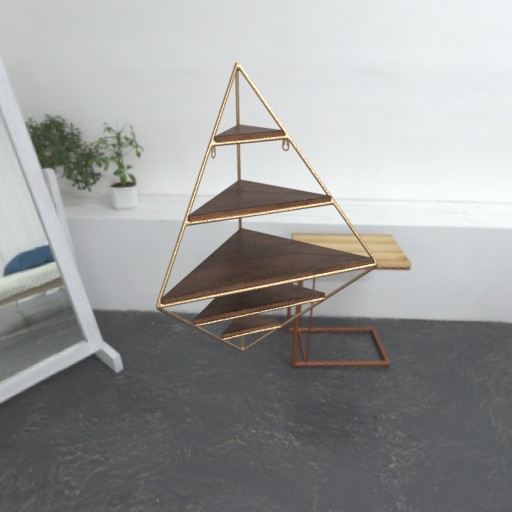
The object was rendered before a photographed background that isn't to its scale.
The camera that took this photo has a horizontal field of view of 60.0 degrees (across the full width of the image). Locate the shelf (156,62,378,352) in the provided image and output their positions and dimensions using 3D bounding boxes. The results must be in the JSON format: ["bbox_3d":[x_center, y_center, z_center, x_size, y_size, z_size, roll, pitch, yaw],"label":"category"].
[{"bbox_3d":[0.000,0.000,1.173,0.564,0.913,0.294,-10,32,-16],"label":"shelf"}]
